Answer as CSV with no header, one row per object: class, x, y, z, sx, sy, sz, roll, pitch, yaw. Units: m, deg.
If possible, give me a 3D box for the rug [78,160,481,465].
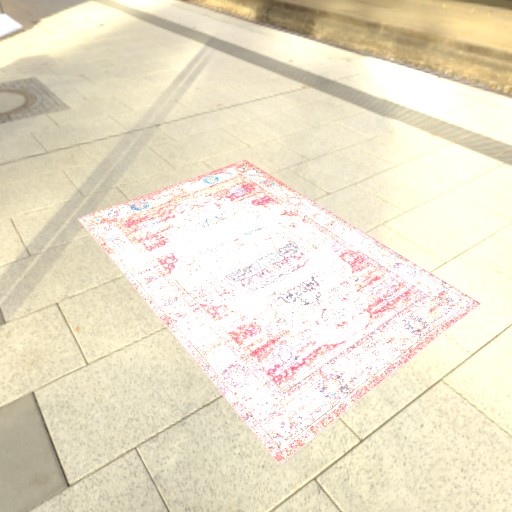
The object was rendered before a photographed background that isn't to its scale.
rug,0.000,0.000,2.313,1.219,0.006,1.829,-26,46,-28
